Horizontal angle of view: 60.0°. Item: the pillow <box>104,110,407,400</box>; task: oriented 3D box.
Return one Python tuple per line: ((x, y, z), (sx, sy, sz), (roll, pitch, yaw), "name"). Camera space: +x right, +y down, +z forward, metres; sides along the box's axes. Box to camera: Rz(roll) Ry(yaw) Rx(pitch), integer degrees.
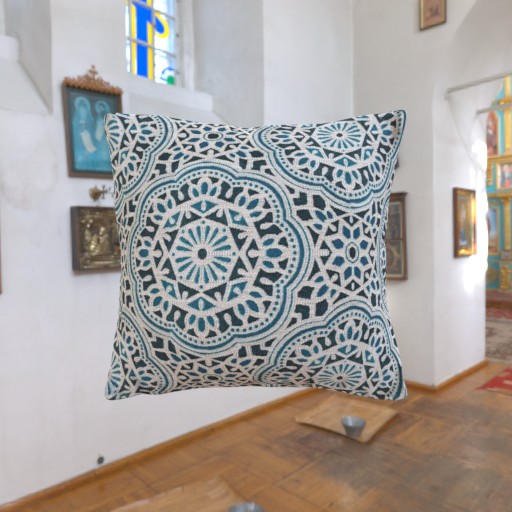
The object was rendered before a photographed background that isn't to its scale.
((0.000, 0.000, 0.641), (0.440, 0.420, 0.145), (0, 1, 0), "pillow")
